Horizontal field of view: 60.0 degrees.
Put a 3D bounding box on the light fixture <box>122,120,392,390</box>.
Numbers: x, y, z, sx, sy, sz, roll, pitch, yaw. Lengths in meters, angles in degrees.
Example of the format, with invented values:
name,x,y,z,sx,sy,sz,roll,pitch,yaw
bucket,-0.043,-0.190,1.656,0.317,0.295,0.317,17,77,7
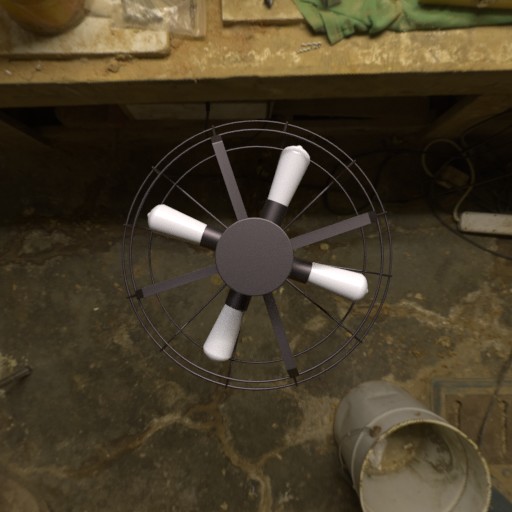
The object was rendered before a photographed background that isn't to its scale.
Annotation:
name,x,y,z,sx,sy,sz,roll,pitch,yaw
light fixture,0.000,0.000,0.895,0.582,0.311,0.582,0,90,1
